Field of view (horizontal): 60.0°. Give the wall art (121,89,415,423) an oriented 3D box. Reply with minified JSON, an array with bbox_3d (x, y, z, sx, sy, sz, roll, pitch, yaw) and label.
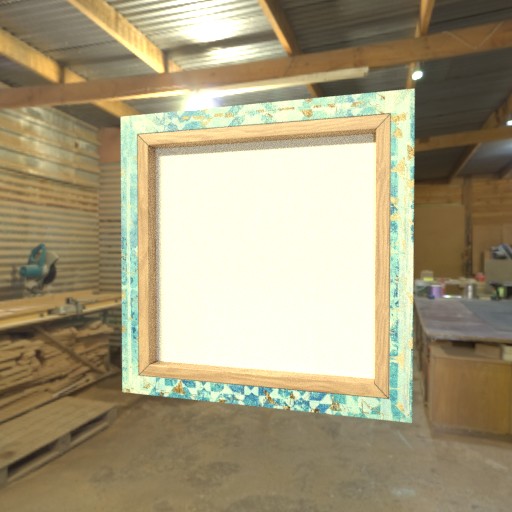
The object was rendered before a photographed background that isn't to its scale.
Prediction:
[{"bbox_3d":[0.000,0.000,0.910,0.609,0.609,0.040,0,1,17],"label":"wall art"}]
